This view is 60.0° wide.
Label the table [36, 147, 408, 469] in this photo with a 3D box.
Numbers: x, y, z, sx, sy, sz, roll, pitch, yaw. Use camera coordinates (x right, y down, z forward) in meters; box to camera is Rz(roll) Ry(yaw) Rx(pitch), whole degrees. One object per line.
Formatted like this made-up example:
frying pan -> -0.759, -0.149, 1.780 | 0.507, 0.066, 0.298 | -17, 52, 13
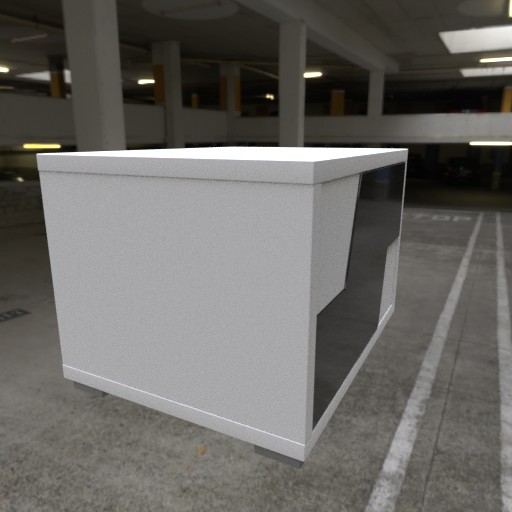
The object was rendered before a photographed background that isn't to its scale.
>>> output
table -> 0.000, 0.000, 0.775 | 0.399, 0.357, 0.517 | 8, 17, 27
